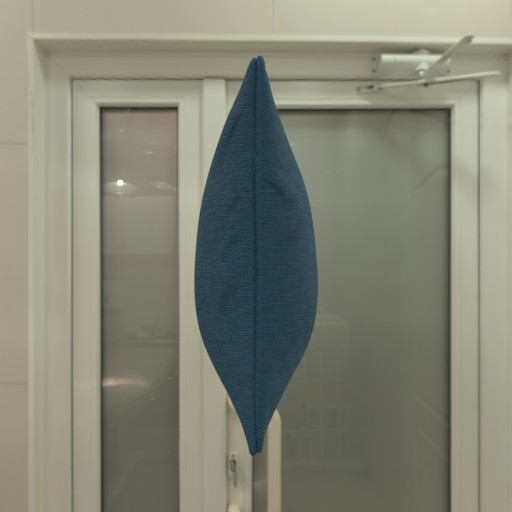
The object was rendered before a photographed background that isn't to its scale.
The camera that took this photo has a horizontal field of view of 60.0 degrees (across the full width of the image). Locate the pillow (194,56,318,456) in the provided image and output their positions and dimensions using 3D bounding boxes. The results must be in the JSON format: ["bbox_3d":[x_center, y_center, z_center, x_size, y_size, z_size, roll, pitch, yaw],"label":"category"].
[{"bbox_3d":[0.000,0.000,0.672,0.177,0.420,0.437,0,0,0],"label":"pillow"}]
